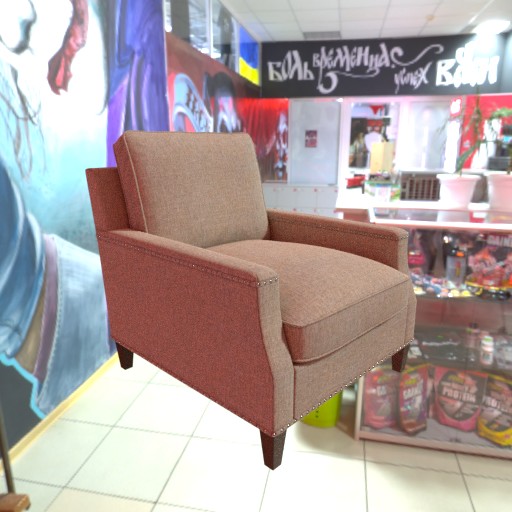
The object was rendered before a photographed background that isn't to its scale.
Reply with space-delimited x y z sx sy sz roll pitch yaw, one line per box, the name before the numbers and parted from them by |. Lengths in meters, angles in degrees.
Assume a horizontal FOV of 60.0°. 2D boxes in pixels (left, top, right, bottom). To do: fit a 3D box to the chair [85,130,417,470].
chair | 0.000 0.000 1.723 1.014 0.943 0.853 14 20 42
